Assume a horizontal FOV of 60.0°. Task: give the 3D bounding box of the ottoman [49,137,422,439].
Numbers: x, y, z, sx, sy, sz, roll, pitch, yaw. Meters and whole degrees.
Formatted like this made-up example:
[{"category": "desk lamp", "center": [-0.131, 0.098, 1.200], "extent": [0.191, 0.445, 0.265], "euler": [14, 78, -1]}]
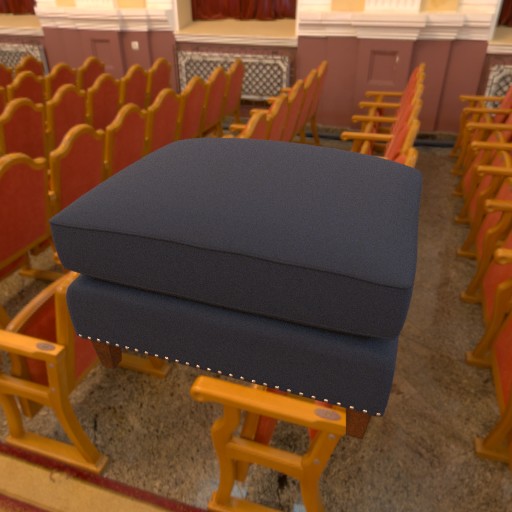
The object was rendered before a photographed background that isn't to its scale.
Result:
[{"category": "ottoman", "center": [0.000, 0.000, 1.135], "extent": [0.741, 0.513, 0.584], "euler": [10, 33, 16]}]
